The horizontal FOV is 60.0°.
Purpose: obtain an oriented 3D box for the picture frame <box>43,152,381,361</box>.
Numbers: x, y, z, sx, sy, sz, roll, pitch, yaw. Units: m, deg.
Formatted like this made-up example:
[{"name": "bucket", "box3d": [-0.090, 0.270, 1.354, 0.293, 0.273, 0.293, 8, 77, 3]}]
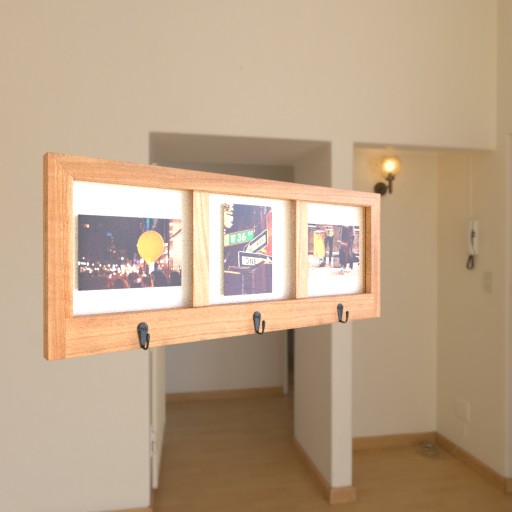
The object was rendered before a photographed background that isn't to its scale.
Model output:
[{"name": "picture frame", "box3d": [0.000, 0.000, 0.670, 0.582, 0.234, 0.045, 0, 0, -36]}]
